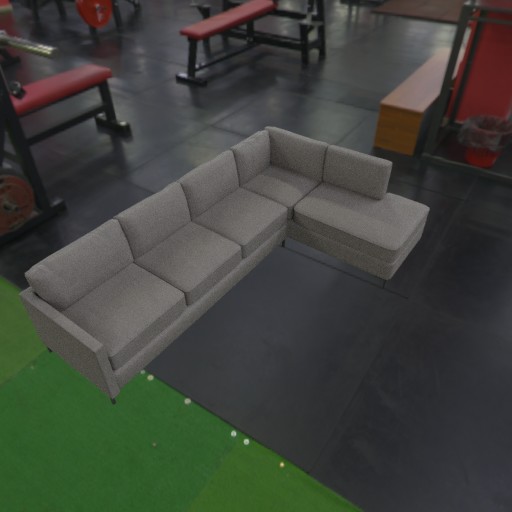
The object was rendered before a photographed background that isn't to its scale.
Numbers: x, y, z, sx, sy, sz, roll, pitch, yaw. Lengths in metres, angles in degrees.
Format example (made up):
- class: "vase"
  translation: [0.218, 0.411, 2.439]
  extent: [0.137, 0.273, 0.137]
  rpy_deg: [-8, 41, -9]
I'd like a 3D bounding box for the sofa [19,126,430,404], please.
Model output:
- class: "sofa"
  translation: [0.000, 0.000, 4.093]
  extent: [2.077, 0.964, 3.331]
  rpy_deg: [26, 47, 27]
